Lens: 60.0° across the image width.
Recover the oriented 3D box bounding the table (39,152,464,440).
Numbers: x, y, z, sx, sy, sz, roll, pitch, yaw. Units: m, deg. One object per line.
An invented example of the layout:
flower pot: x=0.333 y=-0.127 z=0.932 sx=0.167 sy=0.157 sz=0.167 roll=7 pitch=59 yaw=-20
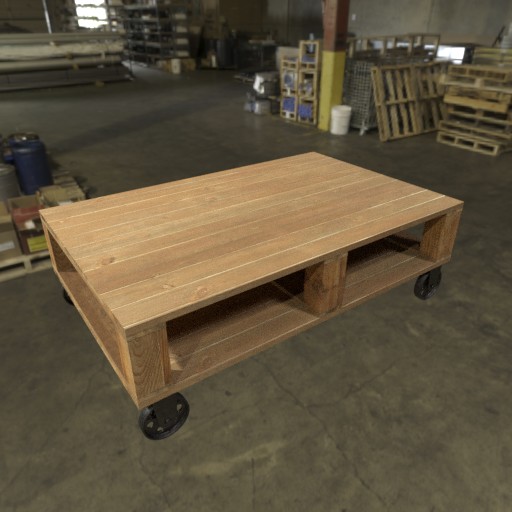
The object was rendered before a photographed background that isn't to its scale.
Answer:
table: x=0.000 y=0.000 z=1.701 sx=1.299 sy=0.413 sz=0.827 roll=-19 pitch=34 yaw=-31
